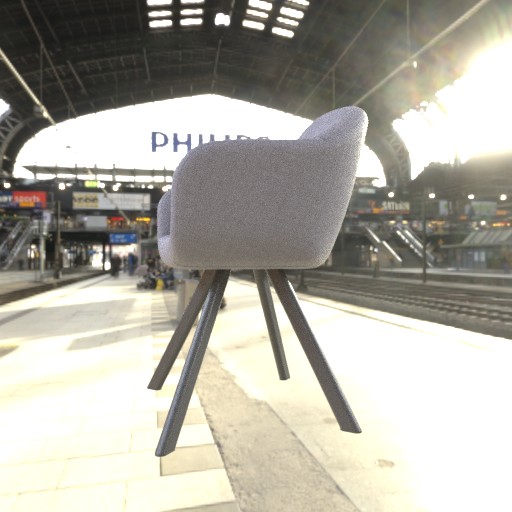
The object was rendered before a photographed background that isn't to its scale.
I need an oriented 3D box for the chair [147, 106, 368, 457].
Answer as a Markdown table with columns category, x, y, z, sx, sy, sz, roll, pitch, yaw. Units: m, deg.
| category | x | y | z | sx | sy | sz | roll | pitch | yaw |
| --- | --- | --- | --- | --- | --- | --- | --- | --- | --- |
| chair | 0.000 | 0.000 | 1.184 | 0.550 | 0.795 | 0.590 | 0 | 0 | -16 |
